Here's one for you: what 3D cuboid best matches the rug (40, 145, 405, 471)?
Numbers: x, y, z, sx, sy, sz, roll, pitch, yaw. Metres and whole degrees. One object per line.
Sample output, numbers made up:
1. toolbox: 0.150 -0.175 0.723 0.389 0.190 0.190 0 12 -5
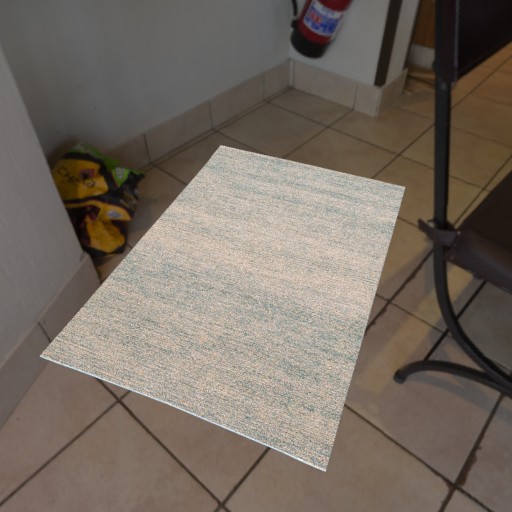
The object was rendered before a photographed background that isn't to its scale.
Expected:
1. rug: 0.000 0.000 2.951 1.613 0.030 2.306 16 48 15
